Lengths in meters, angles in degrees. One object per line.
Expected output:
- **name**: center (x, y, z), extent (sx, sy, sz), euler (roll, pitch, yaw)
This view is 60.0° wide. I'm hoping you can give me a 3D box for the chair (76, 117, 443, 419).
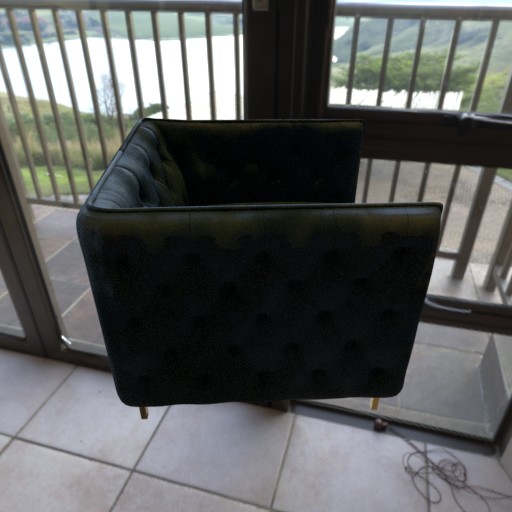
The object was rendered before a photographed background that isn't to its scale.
- **chair**: center (0.000, 0.000, 1.546), extent (0.877, 0.771, 0.868), euler (-2, 32, -2)
